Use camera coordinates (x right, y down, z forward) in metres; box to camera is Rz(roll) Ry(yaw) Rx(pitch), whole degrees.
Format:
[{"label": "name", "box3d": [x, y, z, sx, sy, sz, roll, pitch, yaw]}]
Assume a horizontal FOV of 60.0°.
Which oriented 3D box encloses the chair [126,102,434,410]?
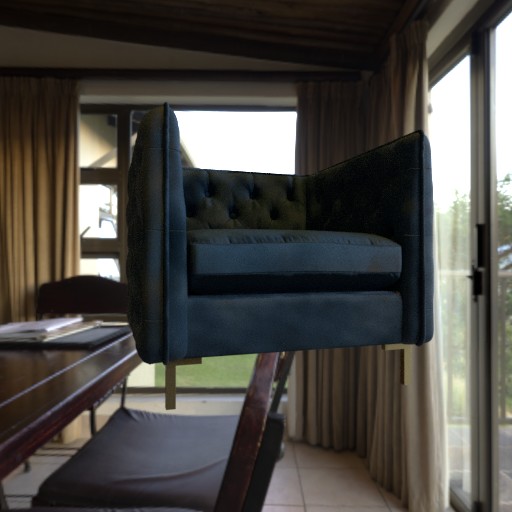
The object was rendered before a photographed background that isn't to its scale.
[{"label": "chair", "box3d": [0.000, 0.000, 1.576, 0.868, 0.771, 0.877, 0, 0, -18]}]
